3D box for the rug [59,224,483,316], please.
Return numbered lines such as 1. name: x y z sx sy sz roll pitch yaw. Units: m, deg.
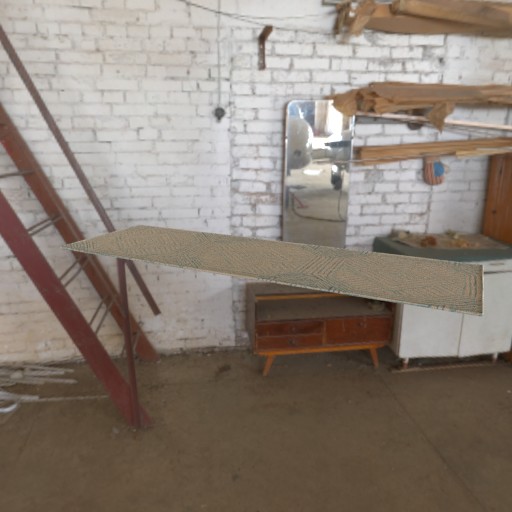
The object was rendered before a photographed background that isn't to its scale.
1. rug: 0.000 0.000 2.666 2.452 0.012 0.775 8 18 25
